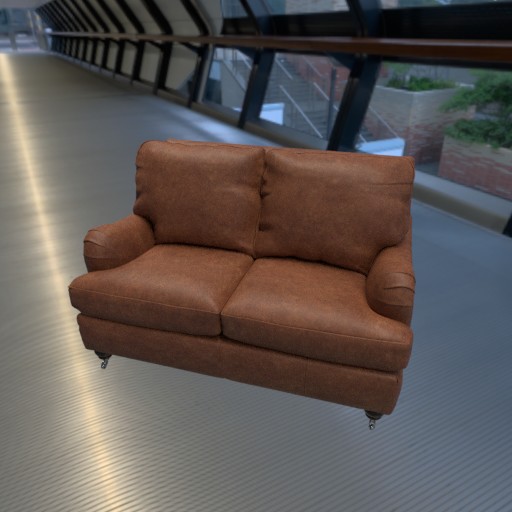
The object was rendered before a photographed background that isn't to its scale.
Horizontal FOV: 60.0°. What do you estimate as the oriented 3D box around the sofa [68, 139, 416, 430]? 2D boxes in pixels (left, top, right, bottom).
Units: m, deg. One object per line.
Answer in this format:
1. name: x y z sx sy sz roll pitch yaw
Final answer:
1. sofa: 0.000 0.000 2.242 1.527 1.004 1.077 8 29 15
